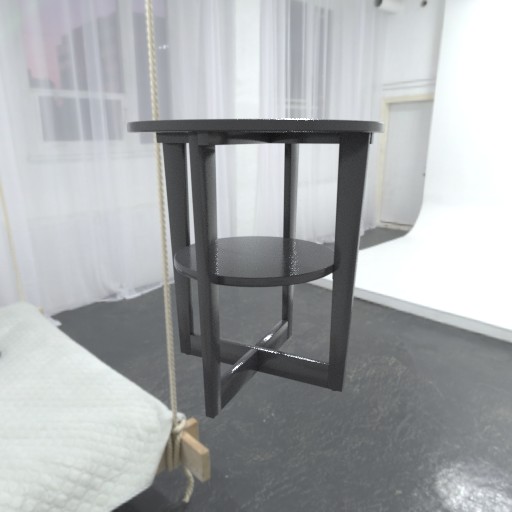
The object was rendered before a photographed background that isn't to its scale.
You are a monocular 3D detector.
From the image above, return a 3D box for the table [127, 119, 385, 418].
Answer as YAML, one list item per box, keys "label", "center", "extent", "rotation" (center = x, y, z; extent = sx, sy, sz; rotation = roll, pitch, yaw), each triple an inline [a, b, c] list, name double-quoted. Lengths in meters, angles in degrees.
- label: "table"
  center: [0.000, 0.000, 0.961]
  extent: [0.500, 0.550, 0.500]
  rotation: [0, 15, 0]
